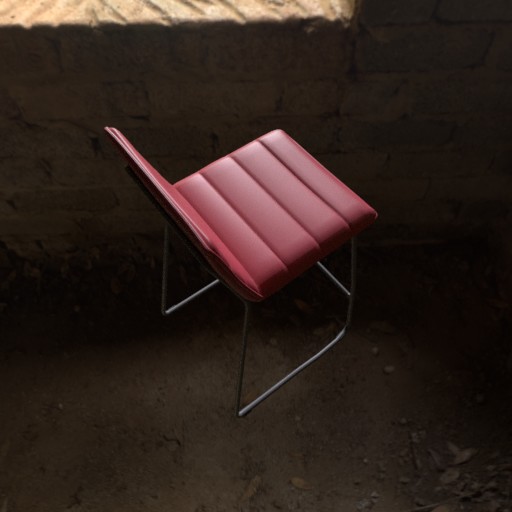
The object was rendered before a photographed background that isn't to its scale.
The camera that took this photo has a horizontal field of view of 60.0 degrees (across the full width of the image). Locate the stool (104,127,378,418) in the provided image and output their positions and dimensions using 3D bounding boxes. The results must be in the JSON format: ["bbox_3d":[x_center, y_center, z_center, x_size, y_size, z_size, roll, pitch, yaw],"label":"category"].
[{"bbox_3d":[0.000,0.000,1.263,0.524,0.937,0.489,-32,63,-19],"label":"stool"}]
